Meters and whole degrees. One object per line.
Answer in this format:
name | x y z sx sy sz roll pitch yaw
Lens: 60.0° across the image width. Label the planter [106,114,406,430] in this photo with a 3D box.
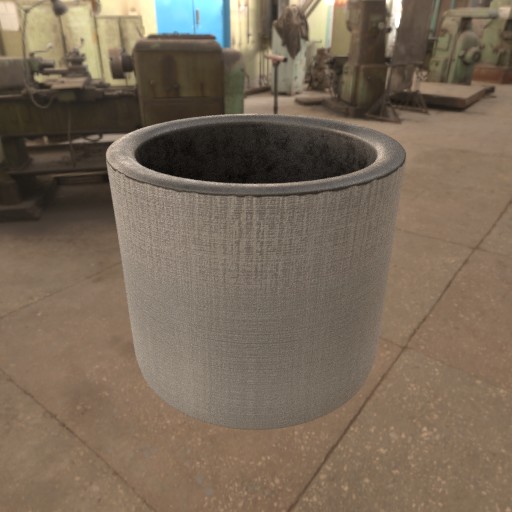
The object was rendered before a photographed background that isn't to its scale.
planter | 0.000 0.000 0.215 0.125 0.112 0.125 0 29 0
